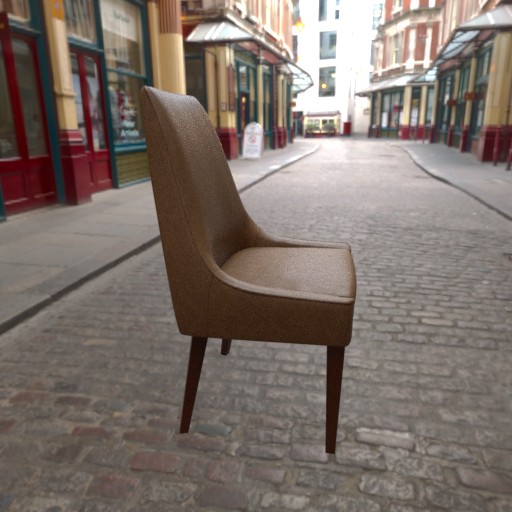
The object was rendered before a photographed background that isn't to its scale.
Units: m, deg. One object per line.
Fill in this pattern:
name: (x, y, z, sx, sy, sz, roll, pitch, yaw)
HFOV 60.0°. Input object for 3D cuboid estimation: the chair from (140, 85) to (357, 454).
chair: (0.000, 0.000, 1.220, 0.544, 0.861, 0.529, 3, 16, 10)
